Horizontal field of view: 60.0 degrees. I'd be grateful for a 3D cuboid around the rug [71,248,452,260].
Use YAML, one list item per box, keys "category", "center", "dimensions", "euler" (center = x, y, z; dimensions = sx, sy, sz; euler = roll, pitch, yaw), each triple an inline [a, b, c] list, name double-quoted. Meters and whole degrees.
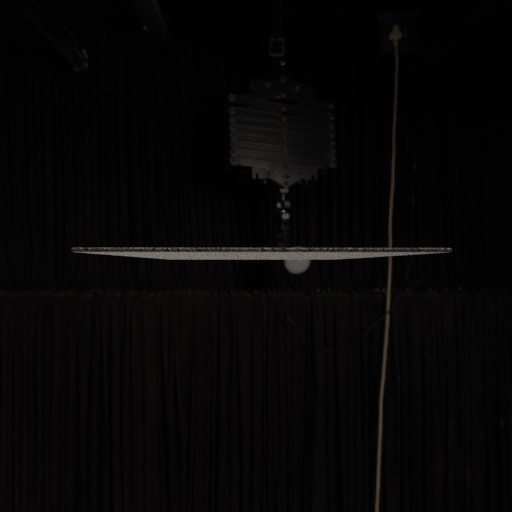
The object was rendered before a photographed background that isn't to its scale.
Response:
- category: "rug"
  center: [0.000, 0.000, 2.888]
  dimensions: [1.501, 0.017, 2.298]
  euler: [0, -1, -1]
